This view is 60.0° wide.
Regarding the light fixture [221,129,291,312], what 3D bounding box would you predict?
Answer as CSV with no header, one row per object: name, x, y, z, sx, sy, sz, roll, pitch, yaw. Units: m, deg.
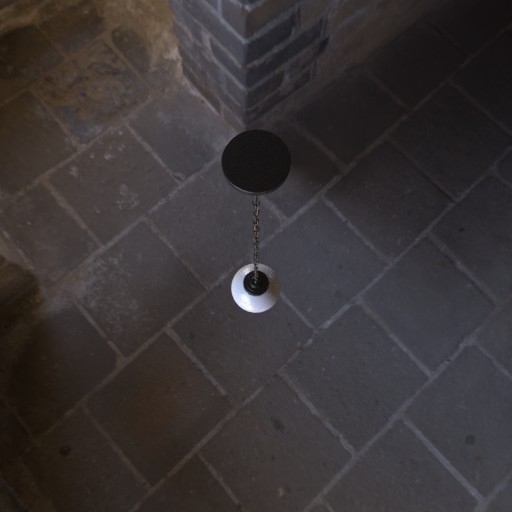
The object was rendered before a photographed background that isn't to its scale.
light fixture,0.000,0.000,1.995,0.304,1.867,0.305,1,75,0
